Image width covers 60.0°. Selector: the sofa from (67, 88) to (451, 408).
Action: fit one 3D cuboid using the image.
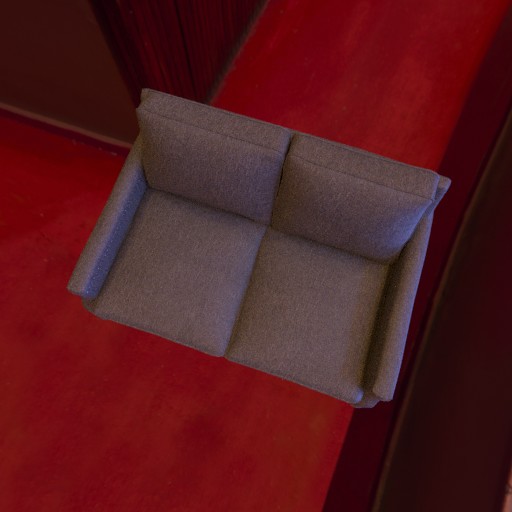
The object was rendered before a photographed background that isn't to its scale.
[{"bbox_3d":[0.000,0.000,2.259,1.597,1.003,1.084,18,75,5],"label":"sofa"}]
